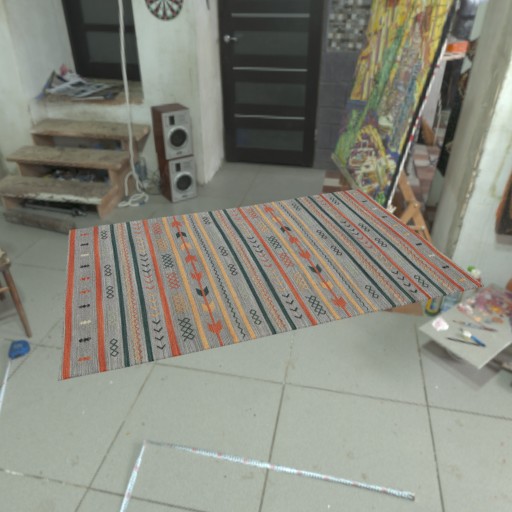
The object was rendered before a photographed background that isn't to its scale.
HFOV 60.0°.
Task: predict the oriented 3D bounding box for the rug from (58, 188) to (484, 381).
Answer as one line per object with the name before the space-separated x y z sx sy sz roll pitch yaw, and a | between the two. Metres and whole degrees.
rug | 0.000 0.000 3.003 2.439 0.029 1.537 -10 34 -15
